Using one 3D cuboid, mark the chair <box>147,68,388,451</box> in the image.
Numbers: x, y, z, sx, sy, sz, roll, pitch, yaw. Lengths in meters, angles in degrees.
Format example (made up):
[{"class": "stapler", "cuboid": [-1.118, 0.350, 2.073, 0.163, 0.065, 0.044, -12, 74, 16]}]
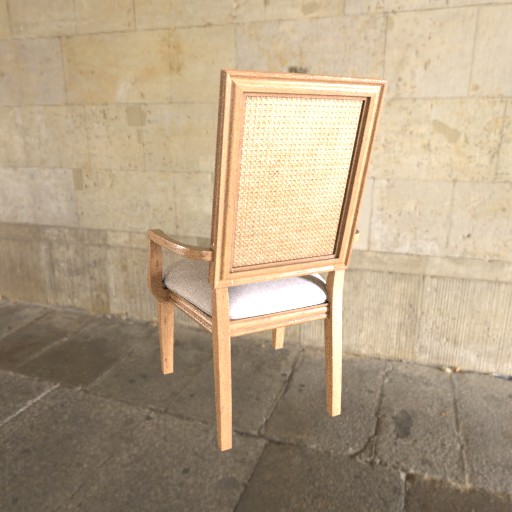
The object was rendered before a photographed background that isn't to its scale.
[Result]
[{"class": "chair", "cuboid": [0.000, 0.000, 1.371, 0.606, 0.990, 0.602, -7, 17, -24]}]
